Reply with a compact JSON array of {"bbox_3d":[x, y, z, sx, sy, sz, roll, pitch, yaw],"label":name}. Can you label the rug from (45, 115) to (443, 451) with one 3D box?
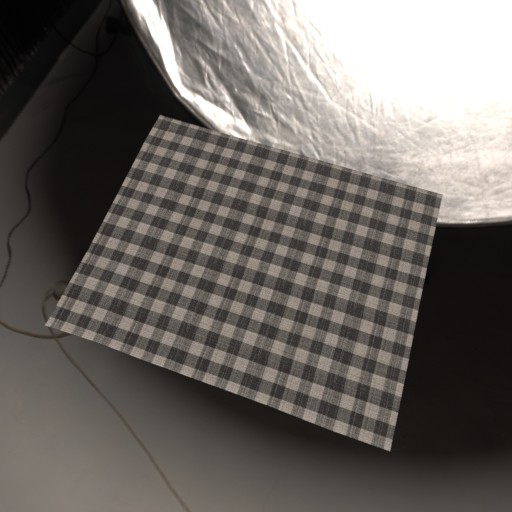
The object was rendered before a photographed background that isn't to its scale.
[{"bbox_3d":[0.000,0.000,4.065,3.021,0.013,2.432,18,67,8],"label":"rug"}]
